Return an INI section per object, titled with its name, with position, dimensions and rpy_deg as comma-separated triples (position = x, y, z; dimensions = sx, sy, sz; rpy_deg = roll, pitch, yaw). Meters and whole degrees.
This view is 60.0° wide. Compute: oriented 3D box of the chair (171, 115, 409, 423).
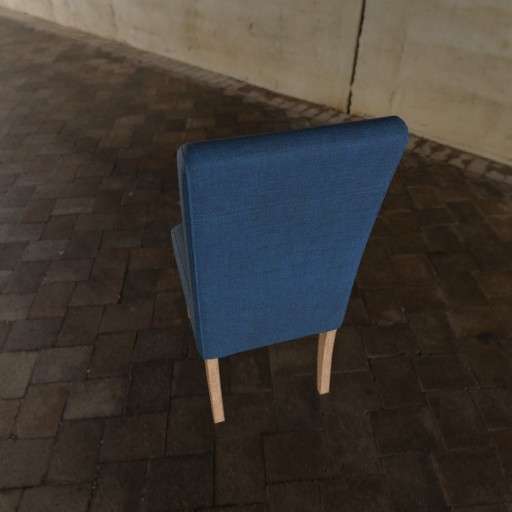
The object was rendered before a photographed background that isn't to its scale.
[chair]
position = 0.000, 0.000, 1.327
dimensions = 0.450, 1.029, 0.610
rpy_deg = -11, 42, -13
